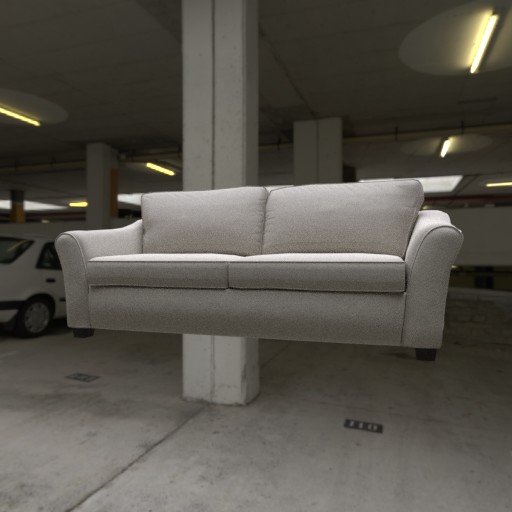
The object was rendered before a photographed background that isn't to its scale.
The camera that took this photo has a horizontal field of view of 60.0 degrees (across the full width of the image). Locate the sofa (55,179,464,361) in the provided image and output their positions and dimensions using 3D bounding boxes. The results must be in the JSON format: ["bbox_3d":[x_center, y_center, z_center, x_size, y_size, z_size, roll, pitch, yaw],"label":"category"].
[{"bbox_3d":[0.000,0.000,2.727,2.270,0.965,0.980,0,0,18],"label":"sofa"}]
